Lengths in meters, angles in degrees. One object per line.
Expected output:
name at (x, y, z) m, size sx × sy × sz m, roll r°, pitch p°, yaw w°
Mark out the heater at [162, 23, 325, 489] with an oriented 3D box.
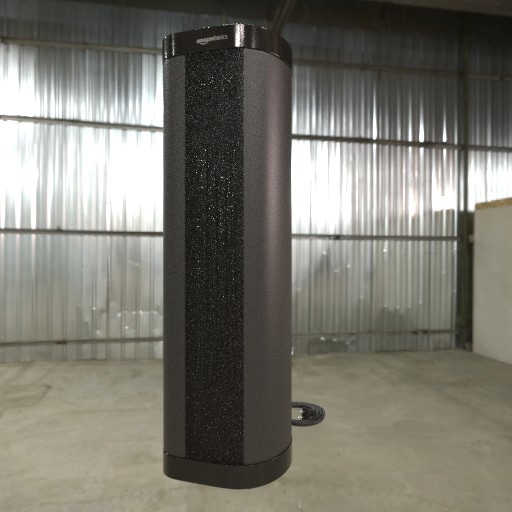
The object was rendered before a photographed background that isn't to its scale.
heater at (0.000, 0.000, 0.676) m, size 0.174 × 0.552 × 0.312 m, roll 0°, pitch 0°, yaw 19°
